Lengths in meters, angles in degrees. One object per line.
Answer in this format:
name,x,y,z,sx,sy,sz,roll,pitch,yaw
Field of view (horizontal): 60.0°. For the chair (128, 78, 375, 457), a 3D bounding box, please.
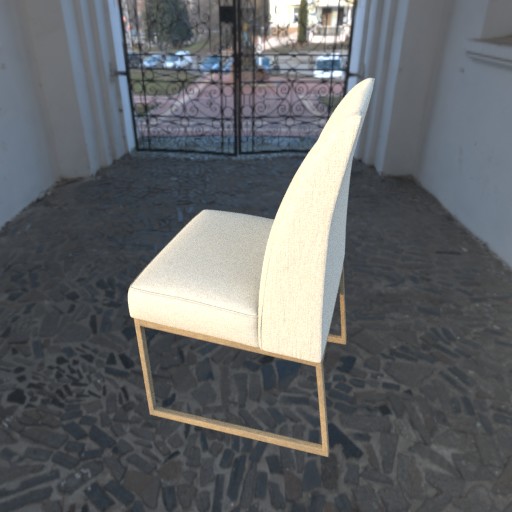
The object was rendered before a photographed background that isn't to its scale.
chair,0.000,0.000,1.198,0.522,0.863,0.508,8,30,14
